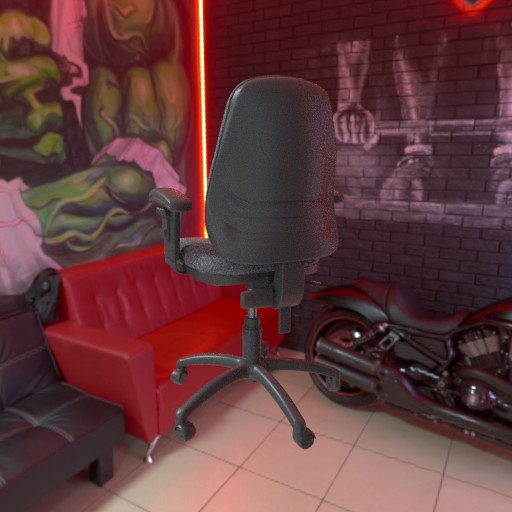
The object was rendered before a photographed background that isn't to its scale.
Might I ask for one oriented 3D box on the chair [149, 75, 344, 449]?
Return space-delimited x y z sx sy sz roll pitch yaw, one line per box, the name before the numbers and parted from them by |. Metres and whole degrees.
chair | 0.000 0.000 1.254 0.550 0.910 0.530 -6 14 -27
